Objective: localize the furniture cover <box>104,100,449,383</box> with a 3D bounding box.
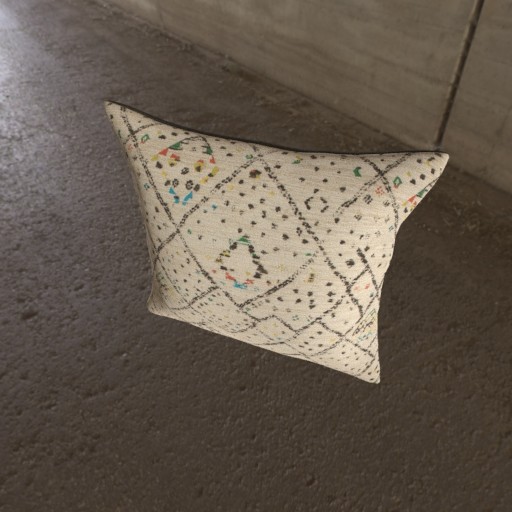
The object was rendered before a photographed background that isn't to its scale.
[{"bbox_3d":[0.000,0.000,0.786,0.525,0.498,0.180,14,43,16],"label":"furniture cover"}]
